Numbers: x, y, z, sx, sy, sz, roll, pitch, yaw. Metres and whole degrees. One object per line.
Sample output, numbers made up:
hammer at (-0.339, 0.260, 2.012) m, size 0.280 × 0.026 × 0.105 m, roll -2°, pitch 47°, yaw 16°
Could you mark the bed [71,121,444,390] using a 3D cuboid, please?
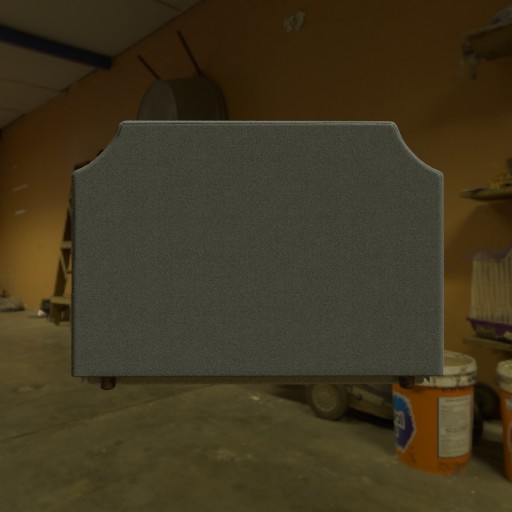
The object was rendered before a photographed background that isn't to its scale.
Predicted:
bed at (0.000, 0.000, 3.245) m, size 1.811 × 1.296 × 2.259 m, roll 0°, pitch 0°, yaw 0°
